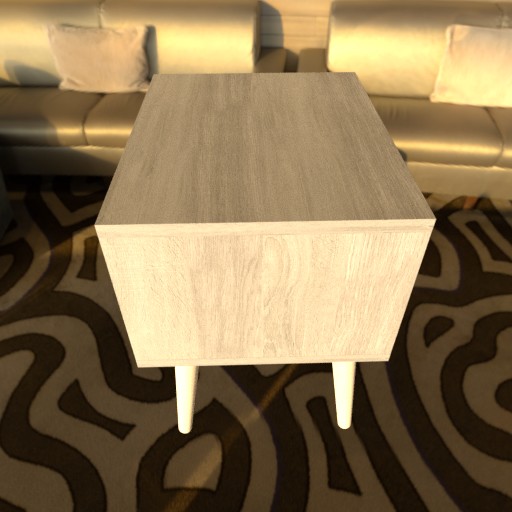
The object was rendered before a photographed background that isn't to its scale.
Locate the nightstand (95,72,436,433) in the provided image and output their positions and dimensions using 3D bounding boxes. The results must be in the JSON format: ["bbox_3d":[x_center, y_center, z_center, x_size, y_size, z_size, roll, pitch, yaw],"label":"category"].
[{"bbox_3d":[0.000,0.000,0.814,0.380,0.500,0.450,-1,42,-1],"label":"nightstand"}]
